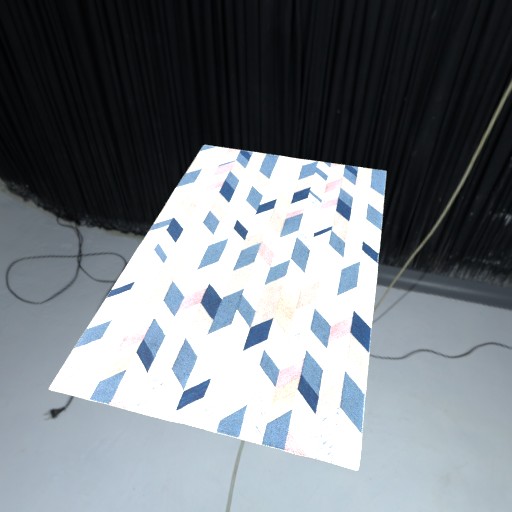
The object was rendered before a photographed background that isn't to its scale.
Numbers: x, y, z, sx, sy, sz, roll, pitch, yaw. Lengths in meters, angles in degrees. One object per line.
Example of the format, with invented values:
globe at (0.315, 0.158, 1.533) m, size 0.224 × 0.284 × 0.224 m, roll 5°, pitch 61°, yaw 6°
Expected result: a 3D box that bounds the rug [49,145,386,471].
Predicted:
rug at (0.000, 0.000, 2.232) m, size 1.202 × 0.006 × 1.813 m, roll 11°, pitch 47°, yaw 10°
